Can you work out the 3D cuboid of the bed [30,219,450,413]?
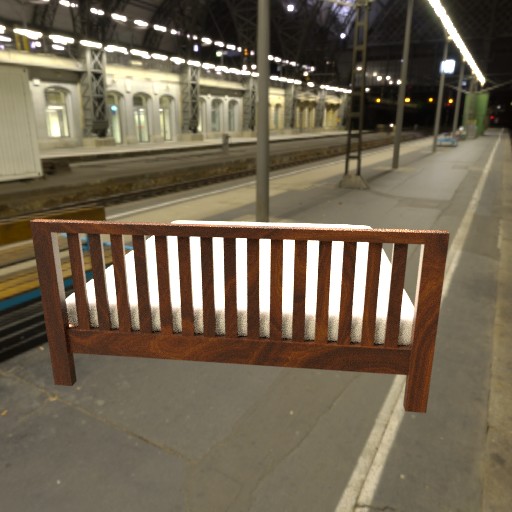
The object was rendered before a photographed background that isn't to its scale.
[{"bbox_3d":[0.000,0.000,3.079,1.905,0.890,2.030,2,17,7],"label":"bed"}]
